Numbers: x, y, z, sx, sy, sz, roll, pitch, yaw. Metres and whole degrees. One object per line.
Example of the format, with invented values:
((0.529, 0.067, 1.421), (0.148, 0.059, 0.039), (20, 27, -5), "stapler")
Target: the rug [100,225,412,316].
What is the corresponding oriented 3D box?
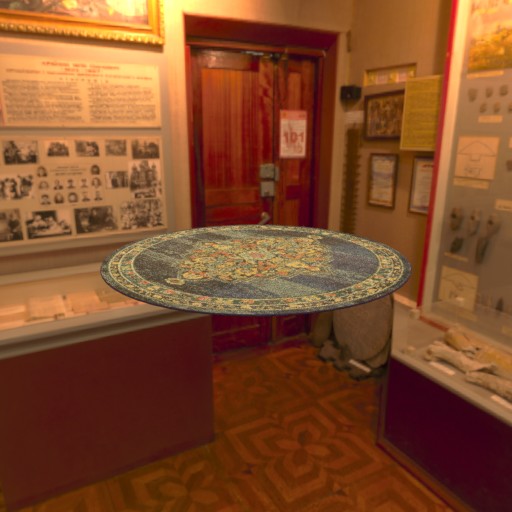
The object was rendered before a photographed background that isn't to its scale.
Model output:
((0.000, 0.000, 2.389), (1.591, 0.010, 1.591), (0, 16, 0), "rug")
